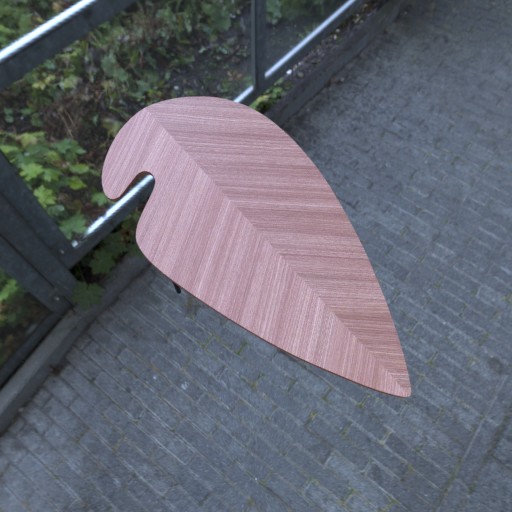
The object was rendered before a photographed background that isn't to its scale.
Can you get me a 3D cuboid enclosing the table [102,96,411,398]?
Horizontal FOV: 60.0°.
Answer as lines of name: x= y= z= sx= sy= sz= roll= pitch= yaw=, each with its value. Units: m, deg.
table: x=0.000 y=0.000 z=1.443 sx=0.598 sy=0.360 sz=1.199 roll=-35 pitch=69 yaw=-16
